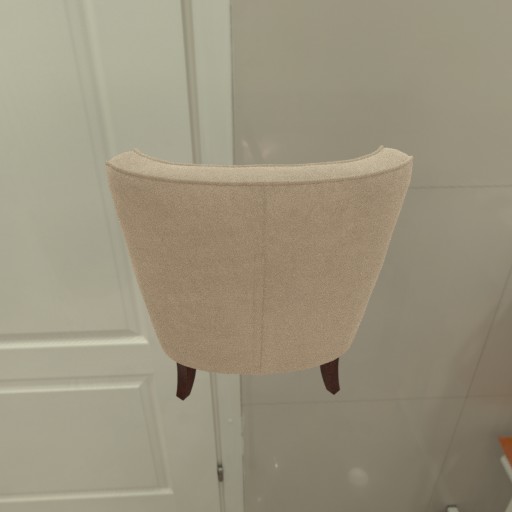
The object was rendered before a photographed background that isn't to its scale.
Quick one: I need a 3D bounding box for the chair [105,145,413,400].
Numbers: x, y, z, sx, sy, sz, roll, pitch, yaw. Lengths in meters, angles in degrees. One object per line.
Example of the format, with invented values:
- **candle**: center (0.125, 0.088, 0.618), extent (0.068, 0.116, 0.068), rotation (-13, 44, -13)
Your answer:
- **chair**: center (0.000, 0.000, 1.555), extent (0.781, 0.920, 0.910), rotation (-1, 31, -2)
